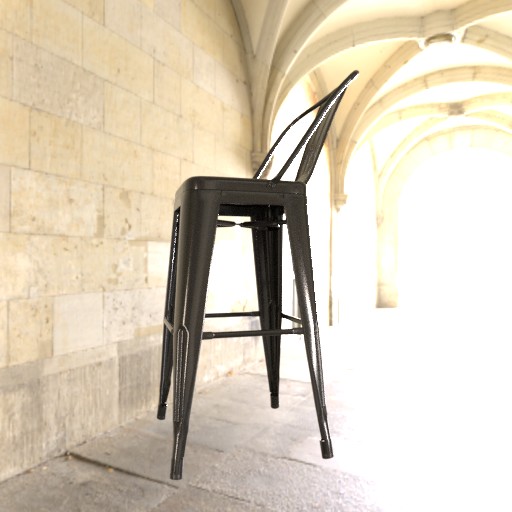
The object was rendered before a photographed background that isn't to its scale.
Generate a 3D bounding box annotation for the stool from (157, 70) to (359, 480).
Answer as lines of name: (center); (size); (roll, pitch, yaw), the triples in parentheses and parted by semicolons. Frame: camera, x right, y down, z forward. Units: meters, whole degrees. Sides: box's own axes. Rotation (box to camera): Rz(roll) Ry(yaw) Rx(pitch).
stool: (0.000, 0.000, 1.274); (0.528, 1.022, 0.432); (0, 0, -17)
